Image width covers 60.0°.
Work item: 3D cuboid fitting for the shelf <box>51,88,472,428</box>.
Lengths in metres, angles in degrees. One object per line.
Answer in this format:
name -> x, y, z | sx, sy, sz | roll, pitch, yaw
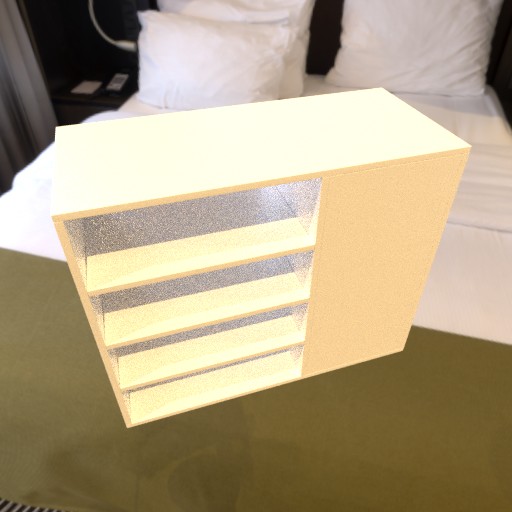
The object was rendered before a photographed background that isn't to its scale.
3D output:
shelf -> 0.000, 0.000, 1.273 | 0.895, 0.732, 0.396 | -12, 41, -14
